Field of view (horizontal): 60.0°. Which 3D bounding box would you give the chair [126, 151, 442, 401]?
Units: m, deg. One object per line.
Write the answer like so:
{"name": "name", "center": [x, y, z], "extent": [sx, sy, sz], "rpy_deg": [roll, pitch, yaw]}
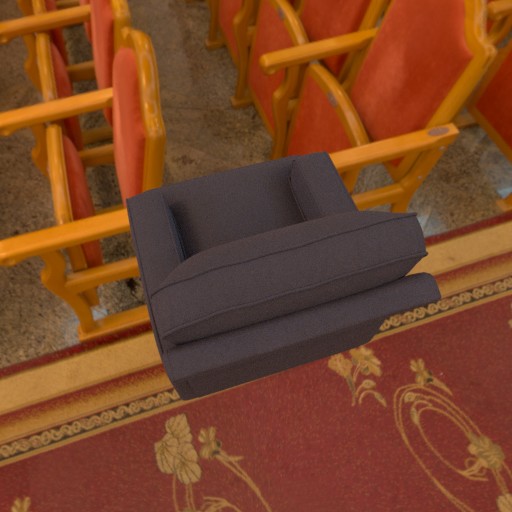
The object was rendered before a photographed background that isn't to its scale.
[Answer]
{"name": "chair", "center": [0.000, 0.000, 1.657], "extent": [0.861, 0.962, 0.964], "rpy_deg": [-15, 60, -9]}
